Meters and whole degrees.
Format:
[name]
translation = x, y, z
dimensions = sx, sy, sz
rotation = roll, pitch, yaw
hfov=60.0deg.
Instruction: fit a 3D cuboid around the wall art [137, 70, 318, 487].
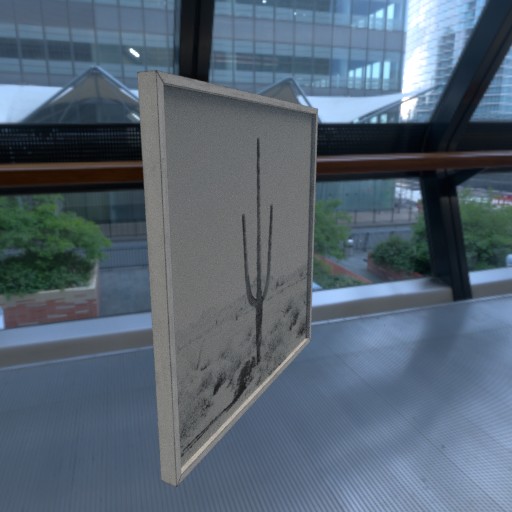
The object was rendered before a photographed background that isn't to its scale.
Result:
[wall art]
translation = 0.000, 0.000, 1.116
dimensions = 0.038, 0.762, 0.762
rotation = 7, 15, 26
